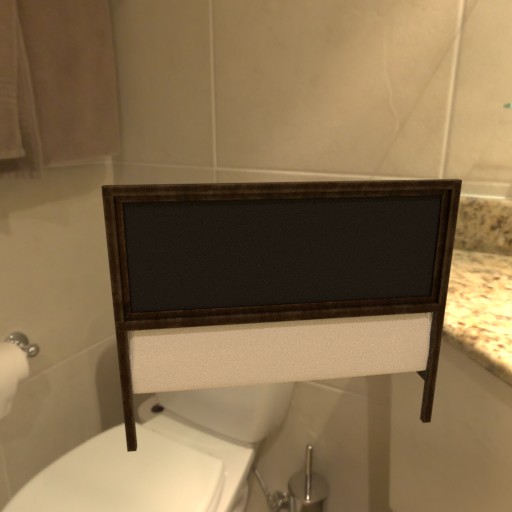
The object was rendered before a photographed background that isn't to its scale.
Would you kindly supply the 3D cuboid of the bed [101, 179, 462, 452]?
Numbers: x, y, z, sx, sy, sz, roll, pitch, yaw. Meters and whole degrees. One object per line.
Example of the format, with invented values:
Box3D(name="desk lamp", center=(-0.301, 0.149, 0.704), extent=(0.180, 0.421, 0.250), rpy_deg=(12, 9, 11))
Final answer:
Box3D(name="bed", center=(0.000, 0.000, 3.175), extent=(1.607, 1.313, 2.221), rpy_deg=(-2, 17, -8))
